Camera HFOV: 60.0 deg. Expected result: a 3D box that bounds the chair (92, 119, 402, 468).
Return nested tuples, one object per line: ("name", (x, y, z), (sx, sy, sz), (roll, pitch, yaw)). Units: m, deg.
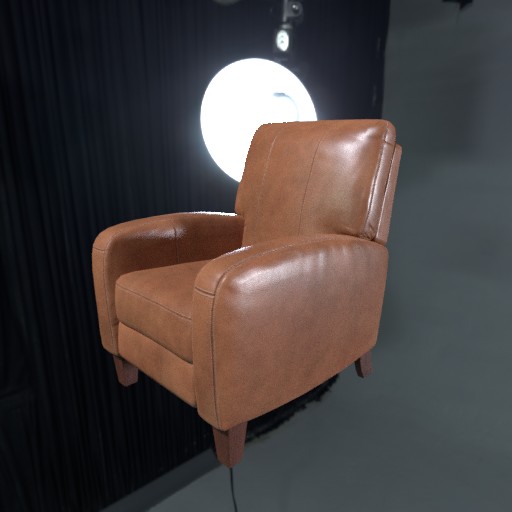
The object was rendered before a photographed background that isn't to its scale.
("chair", (0.000, 0.000, 1.669), (0.990, 0.990, 0.762), (-15, 21, -42))
